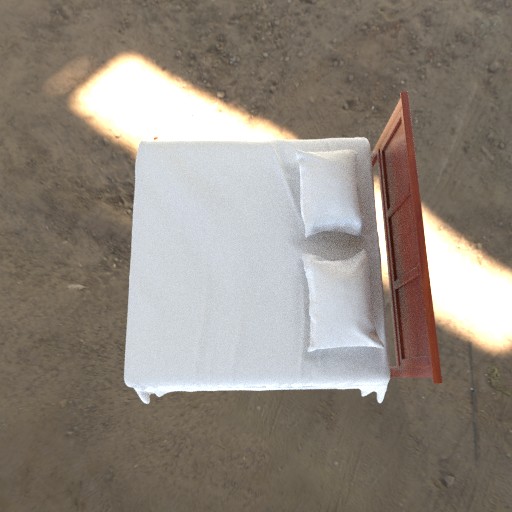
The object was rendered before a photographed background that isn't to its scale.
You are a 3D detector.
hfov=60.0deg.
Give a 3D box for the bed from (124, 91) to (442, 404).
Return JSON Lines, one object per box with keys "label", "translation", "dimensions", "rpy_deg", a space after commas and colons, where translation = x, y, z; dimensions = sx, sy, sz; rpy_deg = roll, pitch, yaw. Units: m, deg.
{"label": "bed", "translation": [0.000, 0.000, 3.502], "dimensions": [2.219, 1.271, 2.314], "rpy_deg": [-1, 75, 0]}
